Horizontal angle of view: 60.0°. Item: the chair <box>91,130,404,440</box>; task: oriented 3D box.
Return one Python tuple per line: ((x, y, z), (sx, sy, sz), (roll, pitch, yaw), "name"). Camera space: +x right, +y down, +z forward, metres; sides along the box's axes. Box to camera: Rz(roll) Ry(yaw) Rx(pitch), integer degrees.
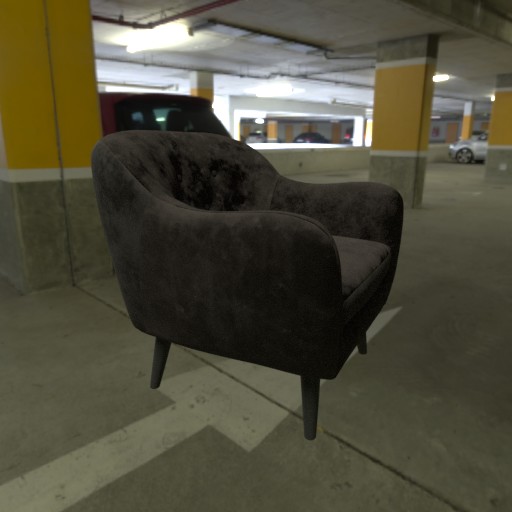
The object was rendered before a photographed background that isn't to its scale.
((0.000, 0.000, 1.474), (0.819, 0.807, 0.840), (8, 17, 27), "chair")
